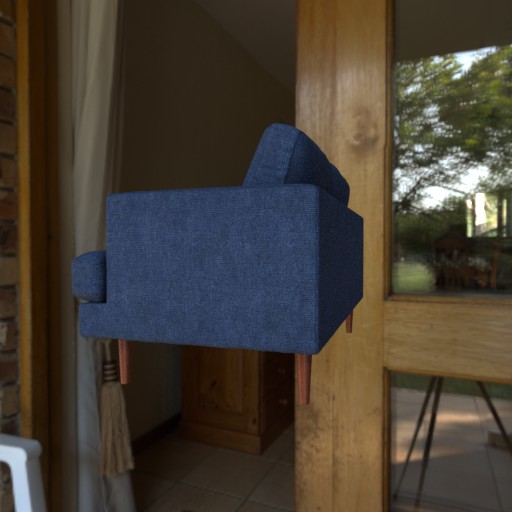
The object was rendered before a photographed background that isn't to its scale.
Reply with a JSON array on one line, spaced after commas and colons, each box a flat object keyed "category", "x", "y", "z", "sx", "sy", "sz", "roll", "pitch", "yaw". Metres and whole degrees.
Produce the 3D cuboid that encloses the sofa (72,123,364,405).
[{"category": "sofa", "x": 0.000, "y": 0.000, "z": 2.175, "sx": 0.903, "sy": 0.944, "sz": 1.582, "roll": 0, "pitch": 1, "yaw": 18}]
